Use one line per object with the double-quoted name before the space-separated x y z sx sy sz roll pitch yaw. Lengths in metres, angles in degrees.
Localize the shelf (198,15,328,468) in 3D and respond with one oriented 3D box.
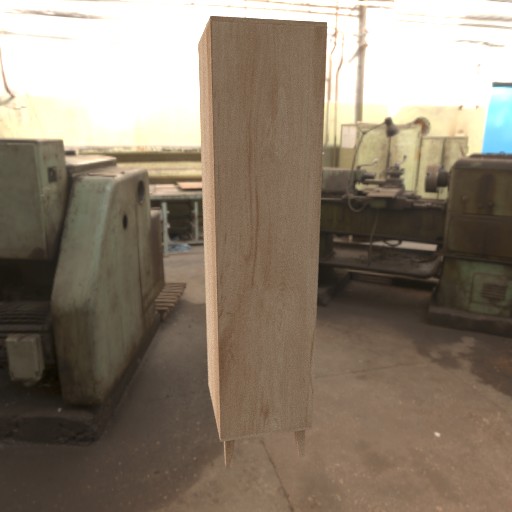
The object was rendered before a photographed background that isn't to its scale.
"shelf" 0.000 0.000 2.142 0.450 1.960 0.510 -3 15 -12
